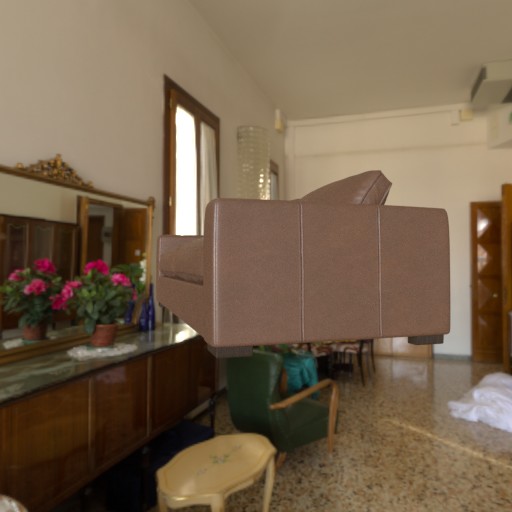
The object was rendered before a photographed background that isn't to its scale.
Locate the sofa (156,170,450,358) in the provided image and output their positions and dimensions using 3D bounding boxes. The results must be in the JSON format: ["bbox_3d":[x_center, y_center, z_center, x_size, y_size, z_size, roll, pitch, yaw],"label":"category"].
[{"bbox_3d":[0.000,0.000,2.814,1.070,0.801,2.262,0,-1,-18],"label":"sofa"}]
